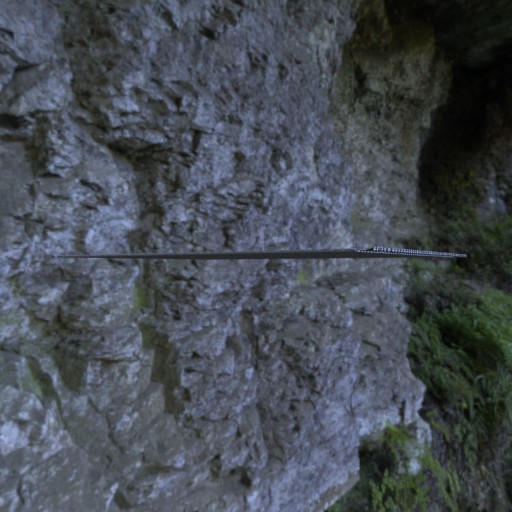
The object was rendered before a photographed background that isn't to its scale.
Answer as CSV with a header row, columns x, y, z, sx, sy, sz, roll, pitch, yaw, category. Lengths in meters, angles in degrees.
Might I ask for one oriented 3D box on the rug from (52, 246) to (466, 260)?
x,y,z,sx,sy,sz,roll,pitch,yaw,category
0.000,0.000,3.001,2.312,0.017,1.613,-1,-1,37,rug
